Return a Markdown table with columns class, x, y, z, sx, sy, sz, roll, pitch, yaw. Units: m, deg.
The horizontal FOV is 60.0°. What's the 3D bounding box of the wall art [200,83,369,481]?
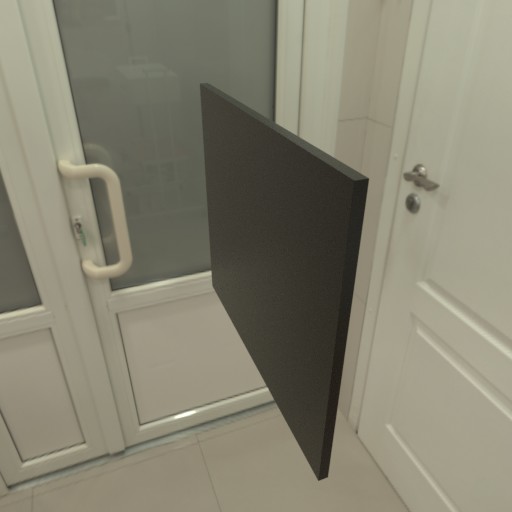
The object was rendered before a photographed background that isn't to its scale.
| class | x | y | z | sx | sy | sz | roll | pitch | yaw |
| --- | --- | --- | --- | --- | --- | --- | --- | --- | --- |
| wall art | 0.000 | 0.000 | 0.531 | 0.012 | 0.332 | 0.383 | -11 | 33 | -18 |
